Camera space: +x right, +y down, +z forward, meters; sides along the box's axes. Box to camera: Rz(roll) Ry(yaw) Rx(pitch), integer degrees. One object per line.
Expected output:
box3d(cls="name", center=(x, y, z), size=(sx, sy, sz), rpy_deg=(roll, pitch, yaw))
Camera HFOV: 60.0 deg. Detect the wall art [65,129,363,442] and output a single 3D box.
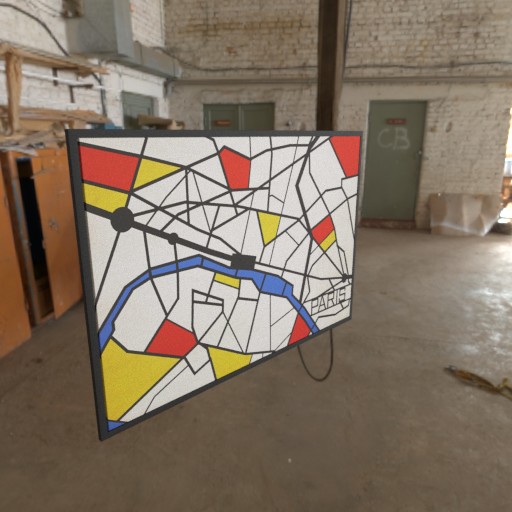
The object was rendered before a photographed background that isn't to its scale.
box3d(cls="wall art", center=(0.000, 0.000, 1.218), size=(0.963, 0.665, 0.013), rpy_deg=(-14, 21, -42))
